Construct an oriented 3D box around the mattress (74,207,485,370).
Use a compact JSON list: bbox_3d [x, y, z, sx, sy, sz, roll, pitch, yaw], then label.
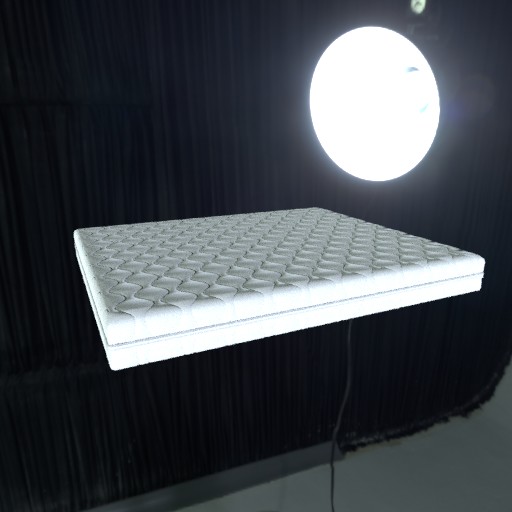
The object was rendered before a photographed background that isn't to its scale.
[{"bbox_3d":[0.000,0.000,2.626,1.900,0.200,1.600,-8,18,-24],"label":"mattress"}]
